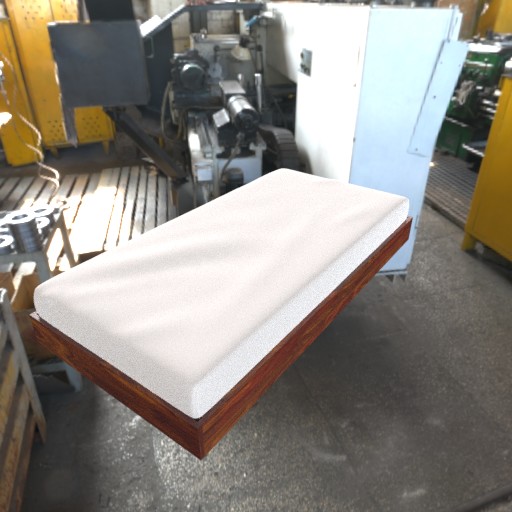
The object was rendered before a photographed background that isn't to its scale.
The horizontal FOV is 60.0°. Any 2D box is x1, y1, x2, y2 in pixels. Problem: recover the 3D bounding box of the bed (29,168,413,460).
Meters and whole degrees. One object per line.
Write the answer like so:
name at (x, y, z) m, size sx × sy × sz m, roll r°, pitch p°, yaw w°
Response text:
bed at (0.000, 0.000, 2.220) m, size 0.940 × 0.312 × 1.860 m, roll 20°, pitch 36°, yaw 31°
